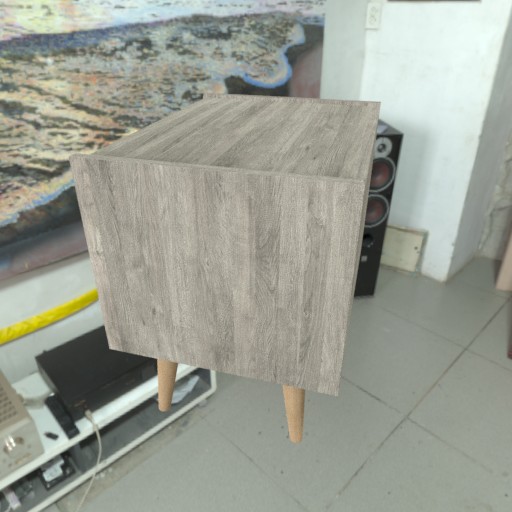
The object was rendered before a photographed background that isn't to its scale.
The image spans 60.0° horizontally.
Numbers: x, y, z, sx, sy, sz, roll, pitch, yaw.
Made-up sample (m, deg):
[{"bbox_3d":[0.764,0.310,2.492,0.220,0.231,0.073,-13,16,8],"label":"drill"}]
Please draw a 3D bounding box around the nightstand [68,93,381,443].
[{"bbox_3d":[0.000,0.000,0.848,0.380,0.500,0.480,8,31,14],"label":"nightstand"}]
